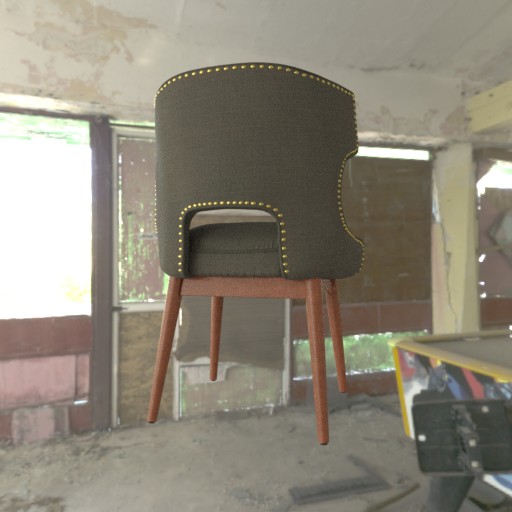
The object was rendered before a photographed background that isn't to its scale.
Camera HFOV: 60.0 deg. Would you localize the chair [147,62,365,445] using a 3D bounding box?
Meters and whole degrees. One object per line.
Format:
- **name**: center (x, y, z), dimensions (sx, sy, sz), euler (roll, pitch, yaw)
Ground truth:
- **chair**: center (0.000, 0.000, 1.263), dimensions (0.595, 0.863, 0.581), euler (0, 0, 17)
